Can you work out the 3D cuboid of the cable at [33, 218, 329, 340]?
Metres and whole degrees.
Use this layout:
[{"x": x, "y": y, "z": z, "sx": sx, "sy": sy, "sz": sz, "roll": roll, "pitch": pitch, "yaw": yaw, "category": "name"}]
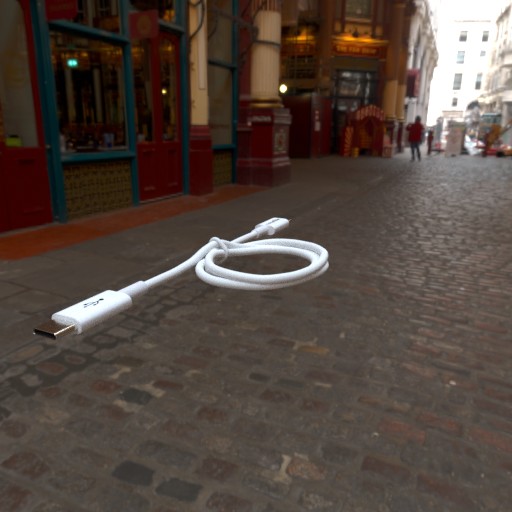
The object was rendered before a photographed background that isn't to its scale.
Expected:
[{"x": 0.000, "y": 0.000, "z": 0.220, "sx": 0.070, "sy": 0.014, "sz": 0.203, "roll": 8, "pitch": 18, "yaw": 25, "category": "cable"}]
